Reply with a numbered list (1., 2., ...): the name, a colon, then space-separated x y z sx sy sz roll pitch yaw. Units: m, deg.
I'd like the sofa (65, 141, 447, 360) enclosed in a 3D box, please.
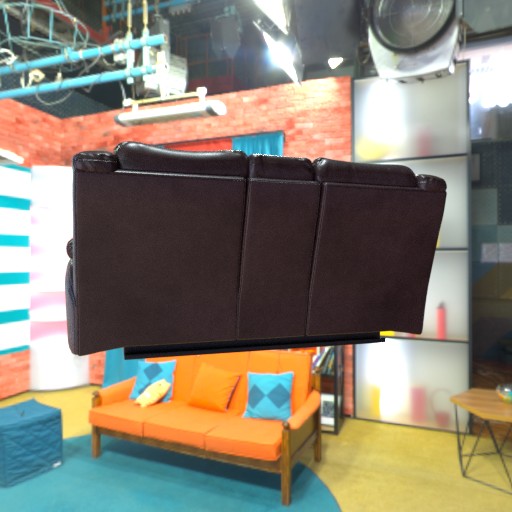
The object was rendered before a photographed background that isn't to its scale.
1. sofa: 0.000 0.000 2.616 2.058 1.043 0.991 0 -1 -18
